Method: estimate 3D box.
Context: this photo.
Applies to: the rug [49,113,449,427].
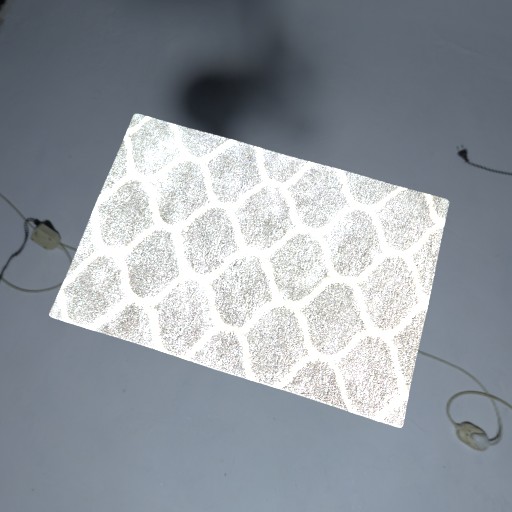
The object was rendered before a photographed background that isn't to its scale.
[{"bbox_3d":[0.000,0.000,3.438,2.701,0.026,1.801,16,76,4],"label":"rug"}]
